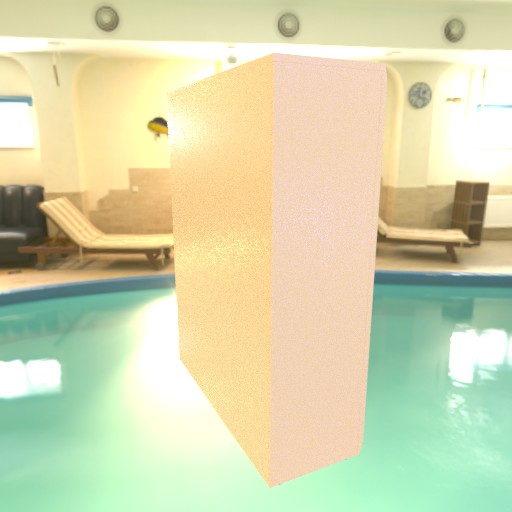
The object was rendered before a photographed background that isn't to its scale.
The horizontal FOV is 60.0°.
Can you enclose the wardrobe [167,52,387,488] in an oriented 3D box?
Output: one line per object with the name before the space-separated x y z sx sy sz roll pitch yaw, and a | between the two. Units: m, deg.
wardrobe | 0.000 0.000 1.623 0.360 1.200 0.900 -7 16 -26
